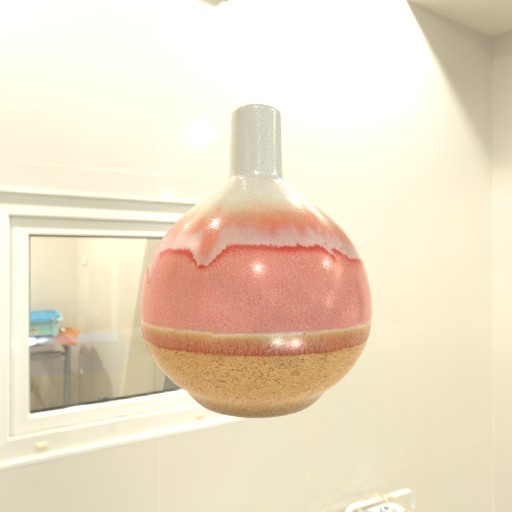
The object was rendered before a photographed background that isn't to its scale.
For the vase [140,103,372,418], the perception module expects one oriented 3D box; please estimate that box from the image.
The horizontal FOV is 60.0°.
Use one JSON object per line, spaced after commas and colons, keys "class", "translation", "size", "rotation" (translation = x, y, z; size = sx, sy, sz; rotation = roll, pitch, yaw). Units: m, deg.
{"class": "vase", "translation": [0.000, 0.000, 0.270], "size": [0.137, 0.176, 0.137], "rotation": [0, 0, 0]}
